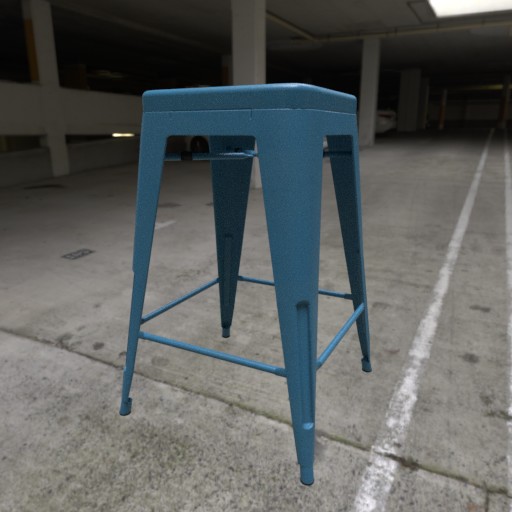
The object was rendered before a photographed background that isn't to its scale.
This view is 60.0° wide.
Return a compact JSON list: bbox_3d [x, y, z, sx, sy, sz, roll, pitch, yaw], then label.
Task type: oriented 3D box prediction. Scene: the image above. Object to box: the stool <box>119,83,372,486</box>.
[{"bbox_3d":[0.000,0.000,0.882,0.410,0.608,0.410,8,18,26],"label":"stool"}]
